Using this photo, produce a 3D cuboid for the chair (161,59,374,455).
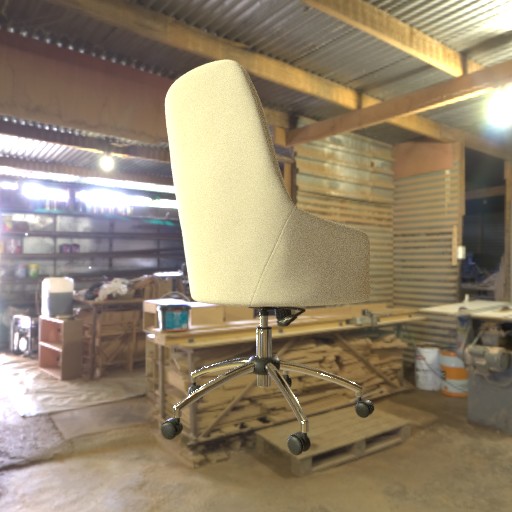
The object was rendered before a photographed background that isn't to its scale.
[{"bbox_3d":[0.000,0.000,1.445,0.640,1.049,0.620,0,-1,-37],"label":"chair"}]
